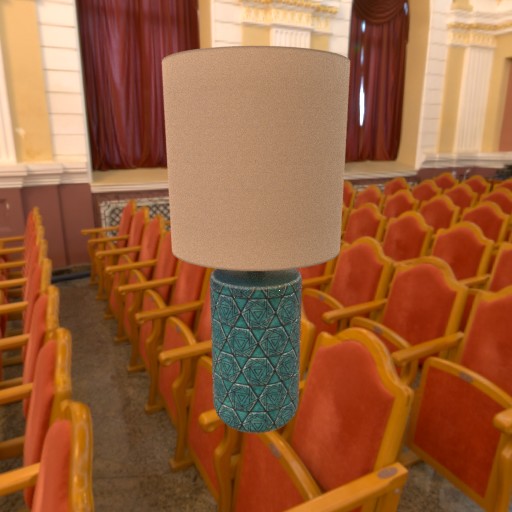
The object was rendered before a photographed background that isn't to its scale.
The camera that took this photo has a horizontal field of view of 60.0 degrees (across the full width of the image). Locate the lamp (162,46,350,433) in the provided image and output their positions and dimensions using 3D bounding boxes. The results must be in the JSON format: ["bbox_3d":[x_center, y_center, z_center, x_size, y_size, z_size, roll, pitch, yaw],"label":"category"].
[{"bbox_3d":[0.000,0.000,0.744,0.278,0.597,0.278,-7,17,-26],"label":"lamp"}]
